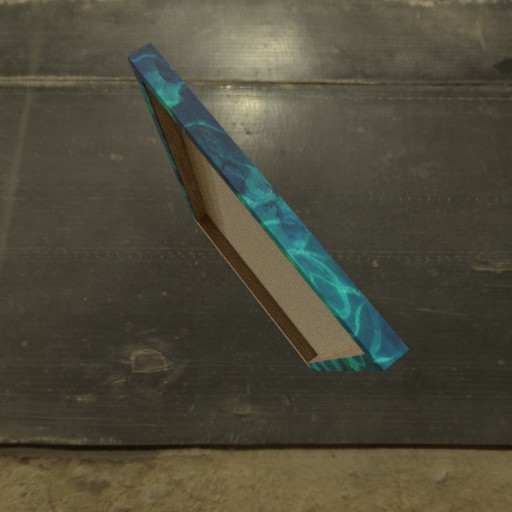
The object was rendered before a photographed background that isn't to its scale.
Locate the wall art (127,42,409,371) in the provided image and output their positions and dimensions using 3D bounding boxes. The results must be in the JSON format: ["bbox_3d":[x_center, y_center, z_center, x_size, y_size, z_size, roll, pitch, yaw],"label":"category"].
[{"bbox_3d":[0.000,0.000,0.844,0.038,0.635,0.508,-37,78,-9],"label":"wall art"}]
